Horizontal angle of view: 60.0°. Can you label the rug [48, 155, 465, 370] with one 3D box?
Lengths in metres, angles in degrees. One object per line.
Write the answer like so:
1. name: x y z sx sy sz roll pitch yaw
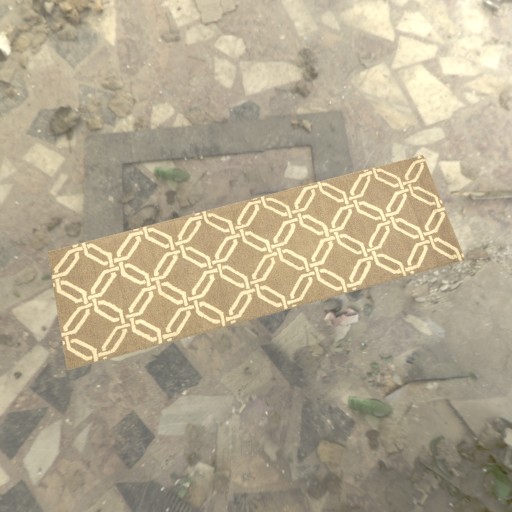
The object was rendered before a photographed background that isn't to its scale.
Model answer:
1. rug: 0.000 0.000 2.516 2.276 0.014 0.678 -15 76 -4
